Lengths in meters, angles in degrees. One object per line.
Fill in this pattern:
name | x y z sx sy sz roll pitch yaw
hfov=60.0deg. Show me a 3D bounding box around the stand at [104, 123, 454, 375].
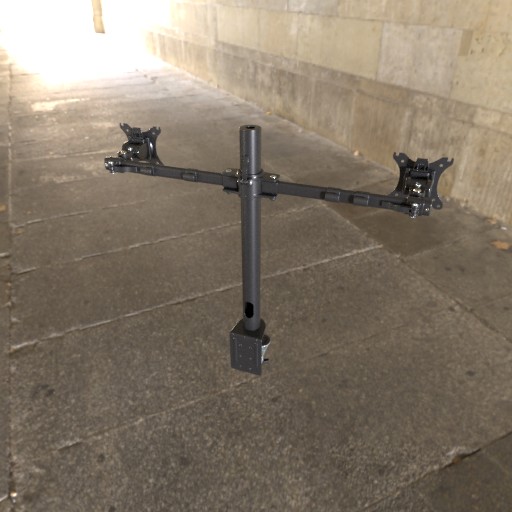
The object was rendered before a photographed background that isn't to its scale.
stand | 0.000 0.000 1.016 0.743 0.603 0.150 11 33 17
